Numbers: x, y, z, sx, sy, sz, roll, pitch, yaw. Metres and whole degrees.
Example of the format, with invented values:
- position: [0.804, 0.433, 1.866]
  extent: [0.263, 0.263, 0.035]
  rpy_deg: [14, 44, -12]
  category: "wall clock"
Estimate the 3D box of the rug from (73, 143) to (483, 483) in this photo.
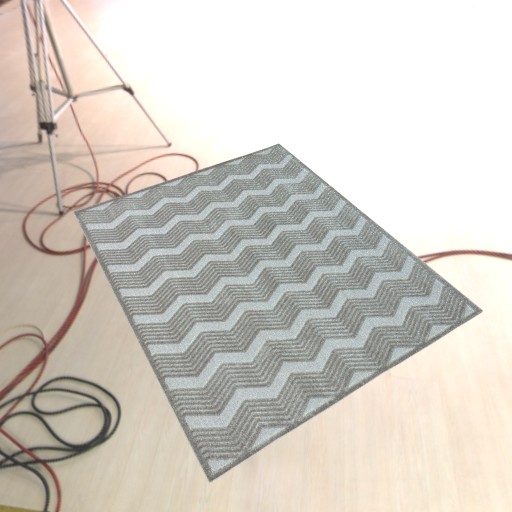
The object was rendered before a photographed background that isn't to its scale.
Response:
- position: [0.000, 0.000, 3.864]
  extent: [2.391, 0.005, 2.880]
  rpy_deg: [-24, 50, -22]
  category: "rug"
